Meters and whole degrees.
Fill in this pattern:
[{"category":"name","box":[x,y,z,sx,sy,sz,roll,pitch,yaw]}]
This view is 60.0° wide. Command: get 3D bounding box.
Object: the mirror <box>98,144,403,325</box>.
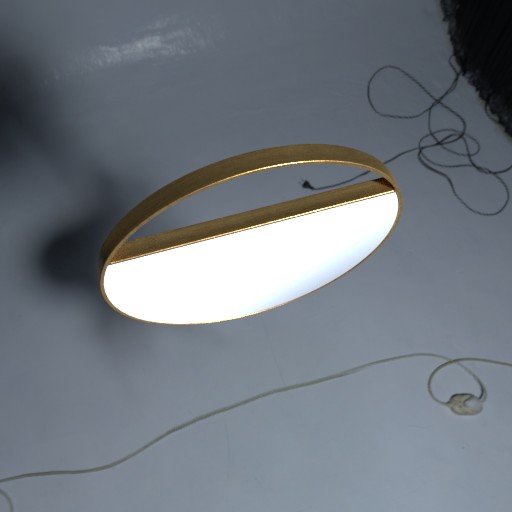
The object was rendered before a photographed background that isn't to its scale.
[{"category":"mirror","box":[0.000,0.000,0.839,0.565,0.565,0.032,-15,64,-7]}]
